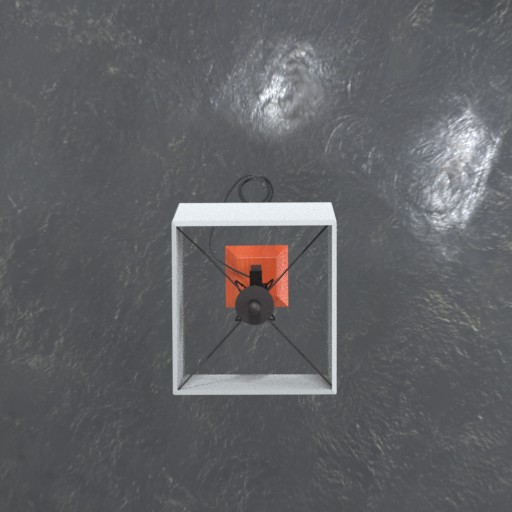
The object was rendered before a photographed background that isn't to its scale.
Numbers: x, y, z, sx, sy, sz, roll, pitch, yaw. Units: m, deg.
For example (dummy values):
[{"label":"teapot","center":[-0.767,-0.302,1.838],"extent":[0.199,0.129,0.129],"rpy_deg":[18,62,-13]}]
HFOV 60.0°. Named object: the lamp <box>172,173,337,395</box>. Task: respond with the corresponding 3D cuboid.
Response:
[{"label":"lamp","center":[0.000,0.000,1.013],"extent":[0.310,0.737,0.498],"rpy_deg":[0,91,0]}]
